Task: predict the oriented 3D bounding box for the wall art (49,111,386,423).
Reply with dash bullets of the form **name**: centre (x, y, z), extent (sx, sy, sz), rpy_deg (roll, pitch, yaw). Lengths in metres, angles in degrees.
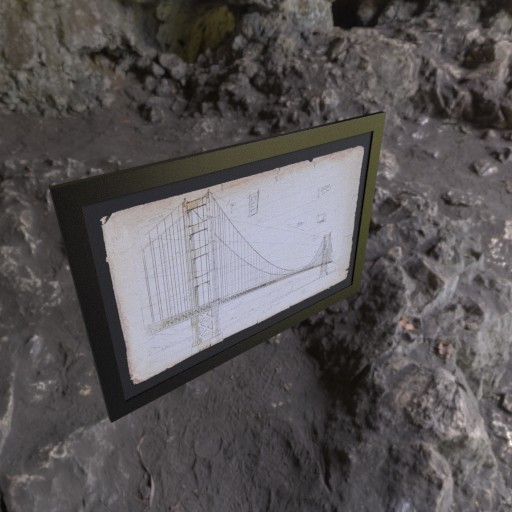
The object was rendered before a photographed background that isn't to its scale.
- **wall art**: centre (0.000, 0.000, 0.851), extent (0.660, 0.447, 0.013), rpy_deg (-22, 37, -31)
